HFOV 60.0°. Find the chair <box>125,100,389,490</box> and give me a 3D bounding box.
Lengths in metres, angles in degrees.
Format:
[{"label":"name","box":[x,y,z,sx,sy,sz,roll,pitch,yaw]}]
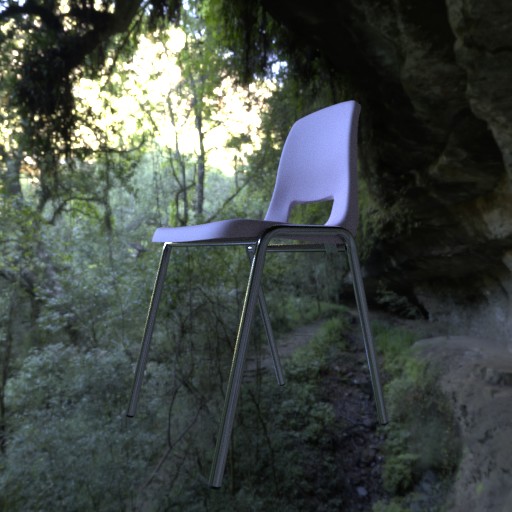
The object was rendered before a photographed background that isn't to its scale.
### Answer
[{"label":"chair","box":[0.000,0.000,0.938,0.436,0.704,0.381,0,0,-36]}]
